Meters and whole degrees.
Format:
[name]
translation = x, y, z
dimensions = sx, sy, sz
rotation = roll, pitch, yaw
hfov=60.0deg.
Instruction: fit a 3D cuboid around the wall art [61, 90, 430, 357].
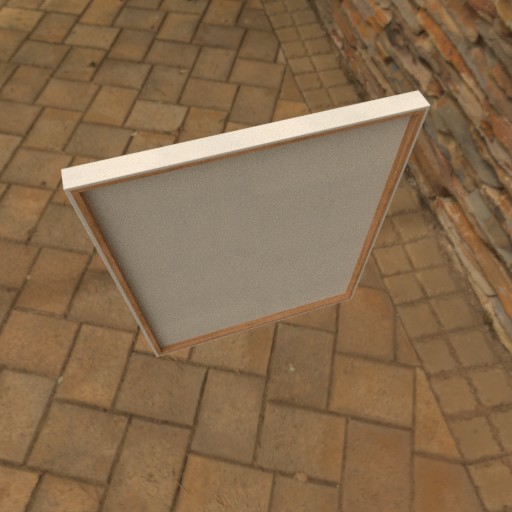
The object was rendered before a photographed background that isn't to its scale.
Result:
[wall art]
translation = 0.000, 0.000, 0.851
dimensions = 0.508, 0.606, 0.037
rotation = -15, 59, -9
